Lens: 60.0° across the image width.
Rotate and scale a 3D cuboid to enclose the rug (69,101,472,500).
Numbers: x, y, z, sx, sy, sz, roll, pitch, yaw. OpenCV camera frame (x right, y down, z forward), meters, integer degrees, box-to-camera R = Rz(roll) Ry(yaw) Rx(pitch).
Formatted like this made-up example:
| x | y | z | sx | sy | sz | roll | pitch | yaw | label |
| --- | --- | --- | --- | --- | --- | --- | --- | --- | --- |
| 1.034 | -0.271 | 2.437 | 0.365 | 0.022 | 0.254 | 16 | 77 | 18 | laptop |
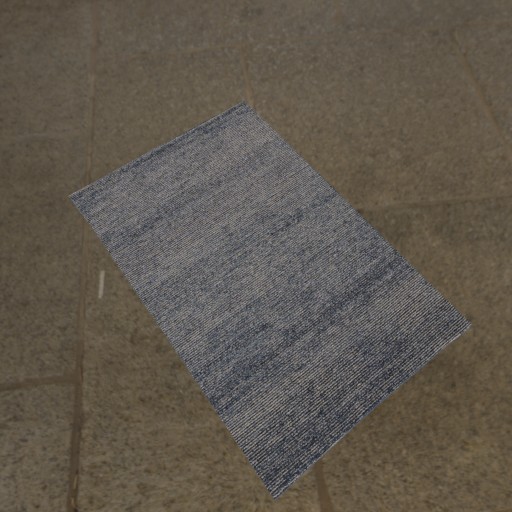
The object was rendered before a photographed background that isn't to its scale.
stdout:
| x | y | z | sx | sy | sz | roll | pitch | yaw | label |
| --- | --- | --- | --- | --- | --- | --- | --- | --- | --- |
| 0.000 | 0.000 | 2.141 | 1.135 | 0.010 | 1.740 | -34 | 68 | -16 | rug |
